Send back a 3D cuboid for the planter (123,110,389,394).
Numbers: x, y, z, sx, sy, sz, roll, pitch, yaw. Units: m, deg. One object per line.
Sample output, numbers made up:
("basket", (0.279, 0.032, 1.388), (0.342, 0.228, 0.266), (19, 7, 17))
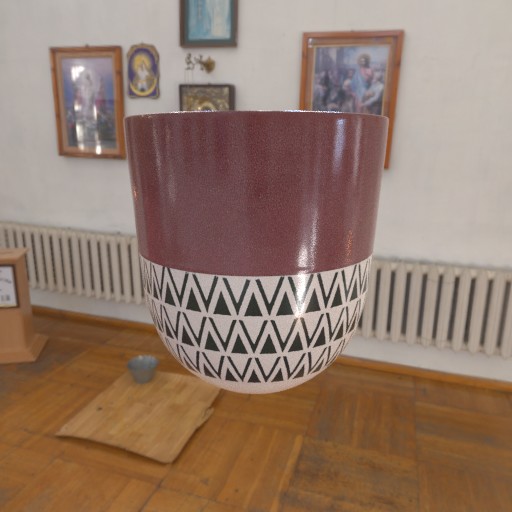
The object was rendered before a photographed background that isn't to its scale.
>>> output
("planter", (0.000, 0.000, 0.364), (0.195, 0.214, 0.195), (0, 14, 0))
